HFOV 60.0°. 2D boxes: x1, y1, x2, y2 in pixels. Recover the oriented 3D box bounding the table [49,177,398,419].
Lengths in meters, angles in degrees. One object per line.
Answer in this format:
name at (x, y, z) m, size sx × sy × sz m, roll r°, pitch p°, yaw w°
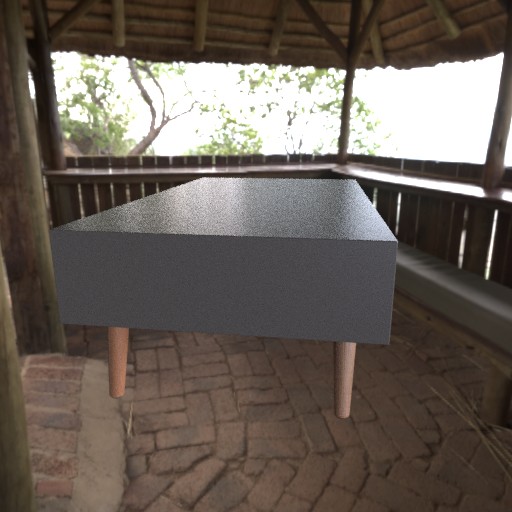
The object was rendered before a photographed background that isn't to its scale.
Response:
table at (0.000, 0.000, 1.481) m, size 0.703 × 0.404 × 1.201 m, roll 2°, pitch 15°, yaw 8°
